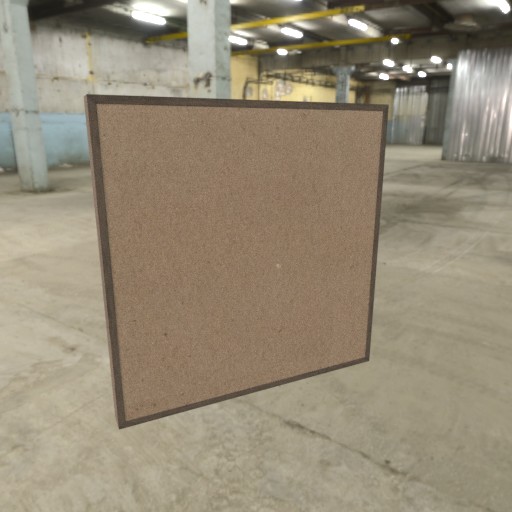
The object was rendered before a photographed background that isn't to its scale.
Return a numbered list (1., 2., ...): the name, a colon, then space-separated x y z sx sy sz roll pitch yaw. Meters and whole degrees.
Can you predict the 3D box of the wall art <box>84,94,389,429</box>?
1. wall art: 0.000 0.000 0.767 0.508 0.508 0.038 -7 17 -25
